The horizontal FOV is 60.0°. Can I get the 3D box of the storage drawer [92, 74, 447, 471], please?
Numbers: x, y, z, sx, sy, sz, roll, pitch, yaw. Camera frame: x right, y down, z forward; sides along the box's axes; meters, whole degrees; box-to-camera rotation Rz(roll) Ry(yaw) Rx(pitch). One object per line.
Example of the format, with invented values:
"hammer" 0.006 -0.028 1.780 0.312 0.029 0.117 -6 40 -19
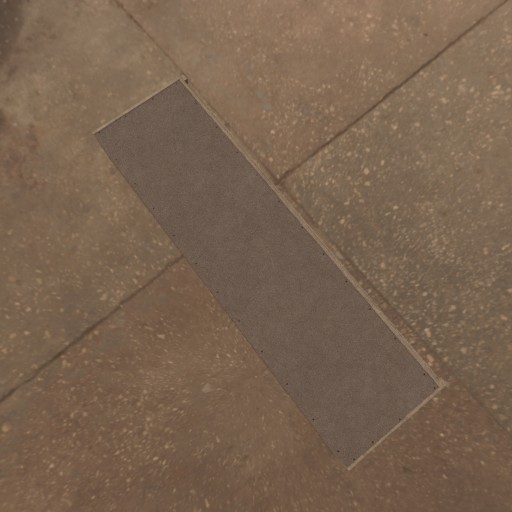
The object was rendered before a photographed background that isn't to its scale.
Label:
"storage drawer" 0.000 0.000 2.307 0.591 0.274 2.072 -37 78 -9
